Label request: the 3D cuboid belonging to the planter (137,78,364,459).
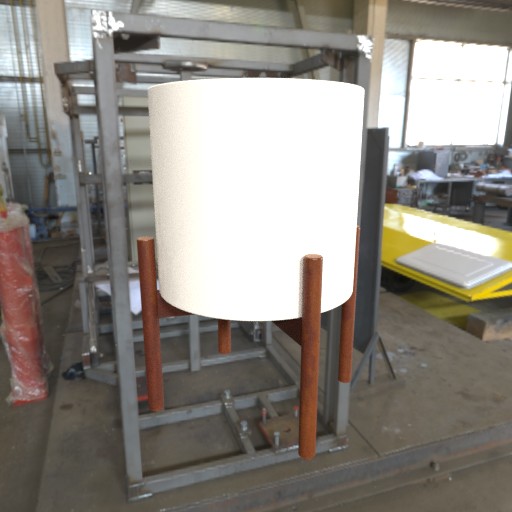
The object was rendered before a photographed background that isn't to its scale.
[{"bbox_3d":[0.000,0.000,0.961,0.417,0.670,0.417,7,16,25],"label":"planter"}]
